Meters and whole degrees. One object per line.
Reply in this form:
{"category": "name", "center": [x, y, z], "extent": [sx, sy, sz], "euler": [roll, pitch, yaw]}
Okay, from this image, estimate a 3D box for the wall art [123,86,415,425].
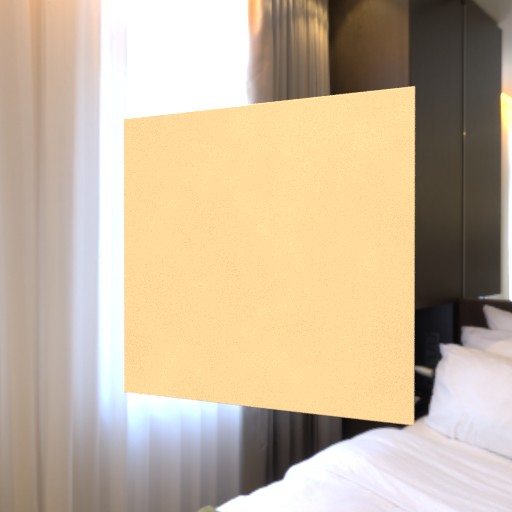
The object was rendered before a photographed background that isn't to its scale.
{"category": "wall art", "center": [0.000, 0.000, 1.132], "extent": [0.762, 0.762, 0.040], "euler": [0, 0, 18]}
